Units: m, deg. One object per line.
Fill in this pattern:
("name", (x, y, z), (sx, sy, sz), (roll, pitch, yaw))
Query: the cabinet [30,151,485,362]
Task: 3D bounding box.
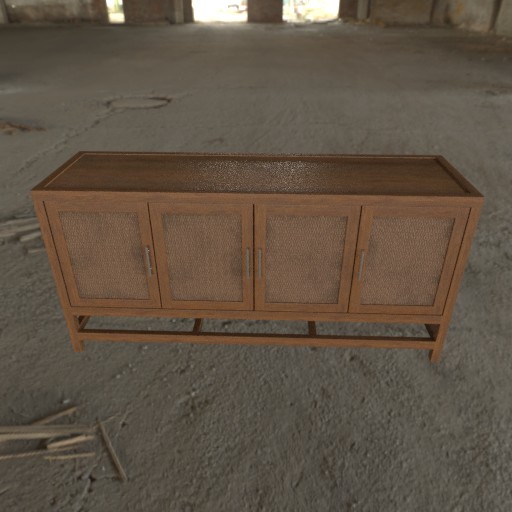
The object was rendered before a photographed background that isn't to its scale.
("cabinet", (0.000, 0.000, 2.073), (1.708, 0.820, 0.522), (1, 30, 2))
